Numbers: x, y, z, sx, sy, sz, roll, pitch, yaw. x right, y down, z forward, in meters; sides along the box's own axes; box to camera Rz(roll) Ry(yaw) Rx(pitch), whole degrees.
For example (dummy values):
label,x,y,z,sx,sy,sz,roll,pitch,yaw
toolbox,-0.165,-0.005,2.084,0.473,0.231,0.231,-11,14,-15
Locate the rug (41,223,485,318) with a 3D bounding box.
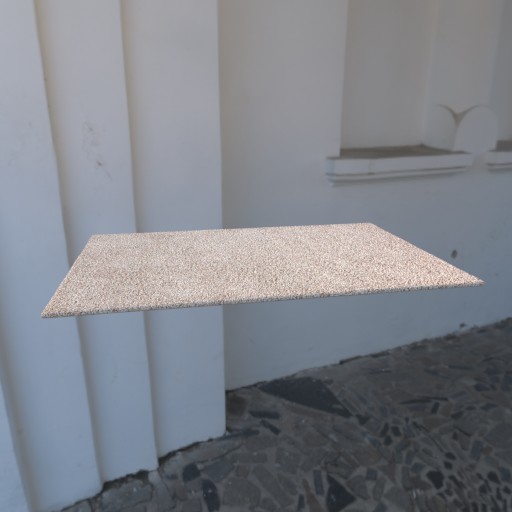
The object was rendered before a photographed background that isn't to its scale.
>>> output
label,x,y,z,sx,sy,sz,roll,pitch,yaw
rug,0.000,0.000,3.502,2.743,0.030,1.778,-3,17,-10
